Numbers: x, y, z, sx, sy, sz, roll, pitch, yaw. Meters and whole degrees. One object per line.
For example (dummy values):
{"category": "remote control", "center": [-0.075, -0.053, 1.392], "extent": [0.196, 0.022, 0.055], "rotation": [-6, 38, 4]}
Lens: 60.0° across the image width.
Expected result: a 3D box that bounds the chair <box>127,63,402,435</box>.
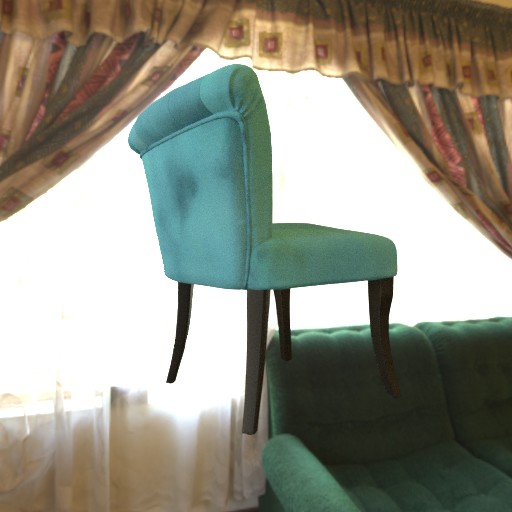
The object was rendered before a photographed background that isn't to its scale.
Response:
{"category": "chair", "center": [0.000, 0.000, 1.198], "extent": [0.605, 0.750, 0.582], "rotation": [-1, 1, -34]}
